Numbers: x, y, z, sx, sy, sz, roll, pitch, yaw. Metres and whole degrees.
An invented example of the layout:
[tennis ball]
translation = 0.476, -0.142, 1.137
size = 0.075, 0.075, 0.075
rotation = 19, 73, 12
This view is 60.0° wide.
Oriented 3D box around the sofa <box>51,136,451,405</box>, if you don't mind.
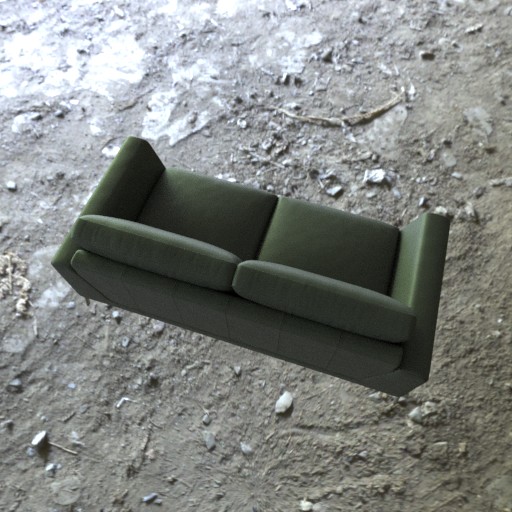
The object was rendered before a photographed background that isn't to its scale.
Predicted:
[sofa]
translation = 0.000, 0.000, 2.560
size = 2.017, 0.875, 0.953
rotation = 16, 63, 8
